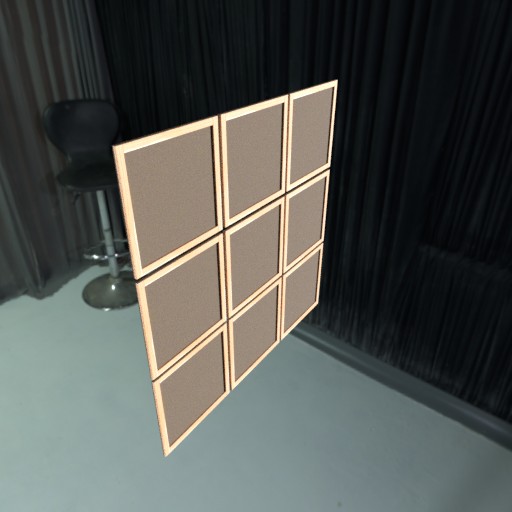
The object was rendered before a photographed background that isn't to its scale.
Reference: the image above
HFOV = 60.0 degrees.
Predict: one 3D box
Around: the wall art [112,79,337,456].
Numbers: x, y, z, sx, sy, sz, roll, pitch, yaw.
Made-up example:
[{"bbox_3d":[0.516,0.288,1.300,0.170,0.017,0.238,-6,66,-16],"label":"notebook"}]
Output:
[{"bbox_3d":[0.000,0.000,1.834,0.013,1.218,1.216,20,36,30],"label":"wall art"}]
